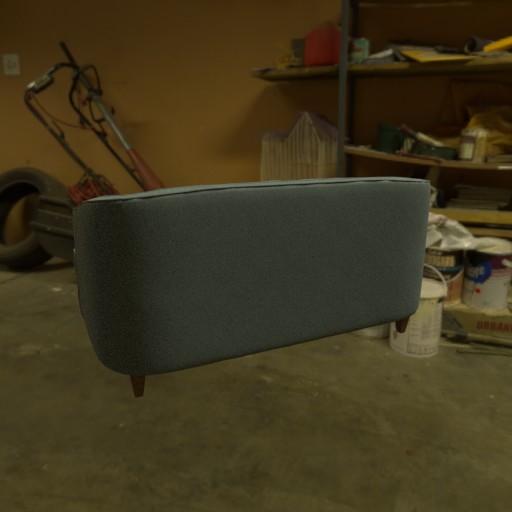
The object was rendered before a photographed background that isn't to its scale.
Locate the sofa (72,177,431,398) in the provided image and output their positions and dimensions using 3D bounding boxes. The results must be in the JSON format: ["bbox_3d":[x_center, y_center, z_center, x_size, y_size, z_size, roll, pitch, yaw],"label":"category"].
[{"bbox_3d":[0.000,0.000,2.323,1.733,0.855,0.941,-7,17,-25],"label":"sofa"}]
